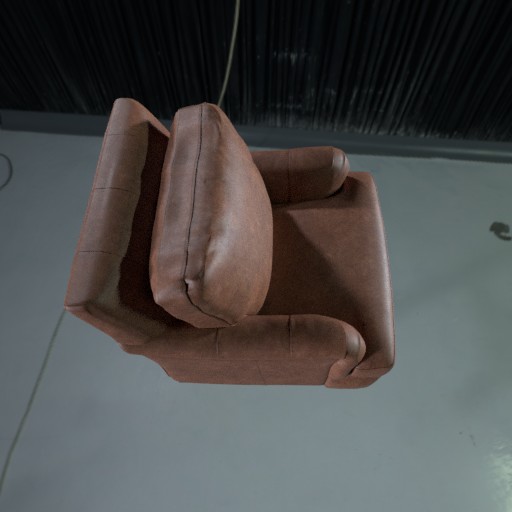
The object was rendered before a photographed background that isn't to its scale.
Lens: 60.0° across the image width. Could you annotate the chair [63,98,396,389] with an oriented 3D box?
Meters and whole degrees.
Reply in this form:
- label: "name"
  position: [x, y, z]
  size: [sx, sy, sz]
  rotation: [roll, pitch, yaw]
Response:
- label: "chair"
  position: [0.000, 0.000, 1.930]
  size: [1.158, 1.055, 0.986]
  rotation: [1, 62, 1]
